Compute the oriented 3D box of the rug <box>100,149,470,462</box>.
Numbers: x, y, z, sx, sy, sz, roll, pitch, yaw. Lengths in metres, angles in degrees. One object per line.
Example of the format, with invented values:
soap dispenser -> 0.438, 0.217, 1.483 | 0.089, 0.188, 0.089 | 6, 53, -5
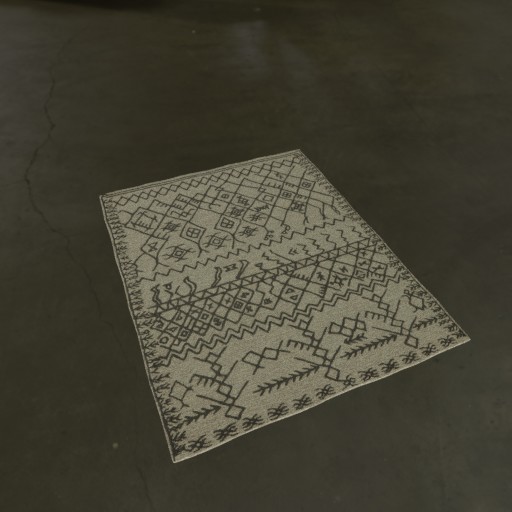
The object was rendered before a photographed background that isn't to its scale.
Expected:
rug -> 0.000, 0.000, 3.341 | 1.964, 0.025, 2.455 | -17, 47, -16
